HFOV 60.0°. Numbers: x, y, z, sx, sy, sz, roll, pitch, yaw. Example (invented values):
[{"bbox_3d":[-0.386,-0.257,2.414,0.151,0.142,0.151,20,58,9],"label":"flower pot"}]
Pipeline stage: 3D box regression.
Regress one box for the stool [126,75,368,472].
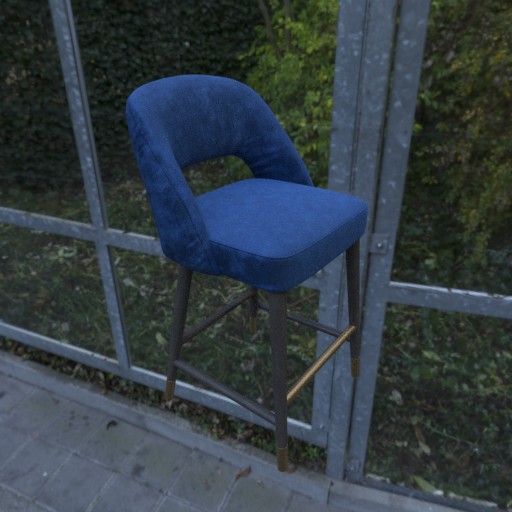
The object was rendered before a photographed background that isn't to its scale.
[{"bbox_3d":[0.000,0.000,1.248,0.524,0.925,0.536,18,31,32],"label":"stool"}]
